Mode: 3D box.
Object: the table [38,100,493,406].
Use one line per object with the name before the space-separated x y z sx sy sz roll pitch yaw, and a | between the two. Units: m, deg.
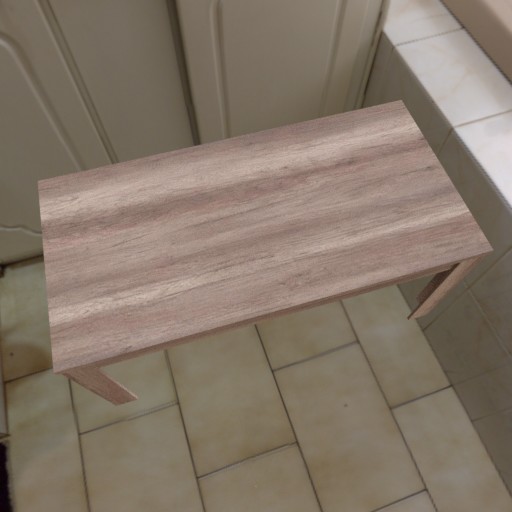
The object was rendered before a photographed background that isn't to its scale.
table | 0.000 0.000 2.279 1.800 0.790 0.900 -15 64 -7
